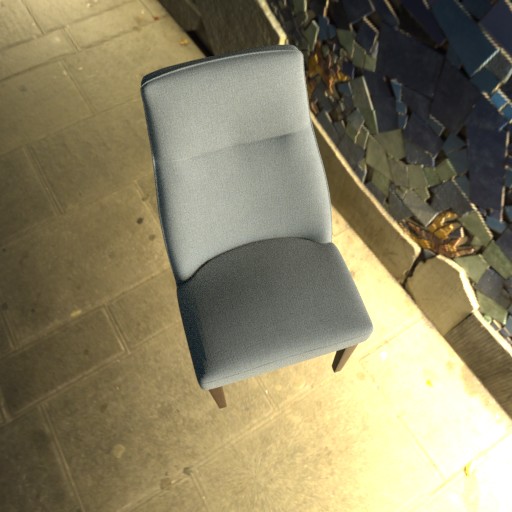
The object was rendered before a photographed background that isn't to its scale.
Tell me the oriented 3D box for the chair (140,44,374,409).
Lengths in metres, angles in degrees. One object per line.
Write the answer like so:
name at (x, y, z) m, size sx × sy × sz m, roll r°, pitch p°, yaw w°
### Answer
chair at (0.000, 0.000, 1.282) m, size 0.500 × 0.930 × 0.620 m, roll -15°, pitch 65°, yaw -7°
